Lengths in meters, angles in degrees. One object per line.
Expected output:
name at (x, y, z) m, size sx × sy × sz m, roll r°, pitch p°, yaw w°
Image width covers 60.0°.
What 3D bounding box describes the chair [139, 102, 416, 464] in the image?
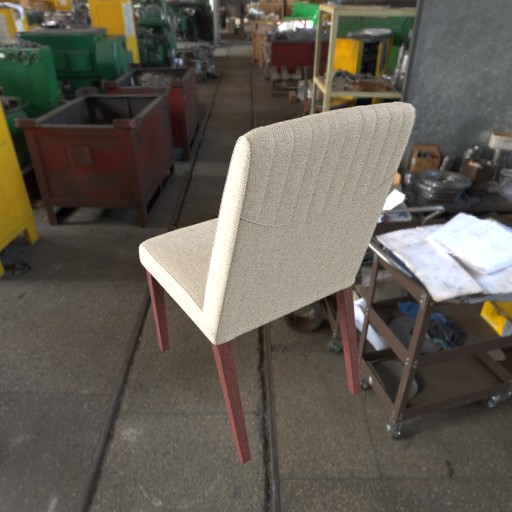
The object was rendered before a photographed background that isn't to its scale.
chair at (0.000, 0.000, 1.241) m, size 0.480 × 0.900 × 0.594 m, roll -20°, pitch 36°, yaw -29°
